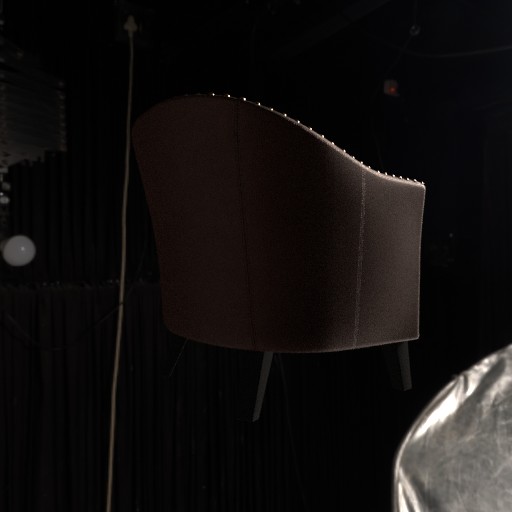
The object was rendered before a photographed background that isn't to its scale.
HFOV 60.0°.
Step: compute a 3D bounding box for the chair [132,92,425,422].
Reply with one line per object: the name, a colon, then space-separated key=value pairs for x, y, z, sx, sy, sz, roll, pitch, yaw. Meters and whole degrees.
chair: x=0.000 y=0.000 z=1.438 sx=0.748 sy=0.823 sz=0.794 roll=0 pitch=0 yaw=-35
